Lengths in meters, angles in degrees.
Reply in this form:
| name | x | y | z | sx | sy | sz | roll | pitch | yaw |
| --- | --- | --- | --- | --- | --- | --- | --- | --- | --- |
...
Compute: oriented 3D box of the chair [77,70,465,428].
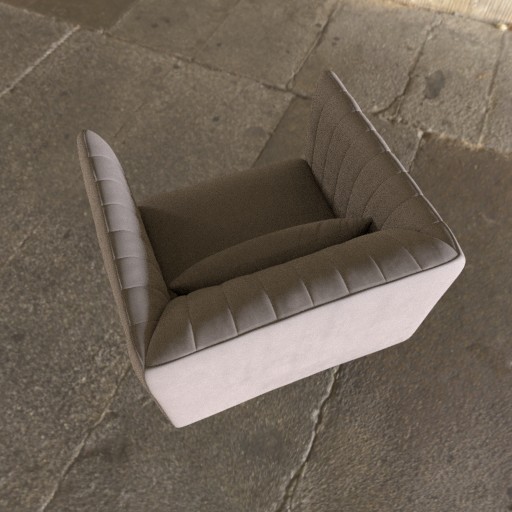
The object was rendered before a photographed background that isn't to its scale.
| name | x | y | z | sx | sy | sz | roll | pitch | yaw |
| --- | --- | --- | --- | --- | --- | --- | --- | --- | --- |
| chair | 0.000 | 0.000 | 1.614 | 0.981 | 0.779 | 0.873 | -18 | 60 | -11 |
